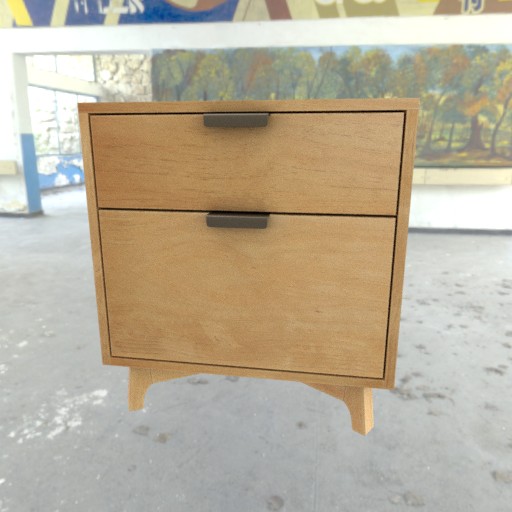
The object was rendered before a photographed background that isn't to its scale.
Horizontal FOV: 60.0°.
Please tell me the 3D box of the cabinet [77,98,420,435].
[{"bbox_3d":[0.000,0.000,0.944,0.551,0.599,0.394,2,15,9],"label":"cabinet"}]
